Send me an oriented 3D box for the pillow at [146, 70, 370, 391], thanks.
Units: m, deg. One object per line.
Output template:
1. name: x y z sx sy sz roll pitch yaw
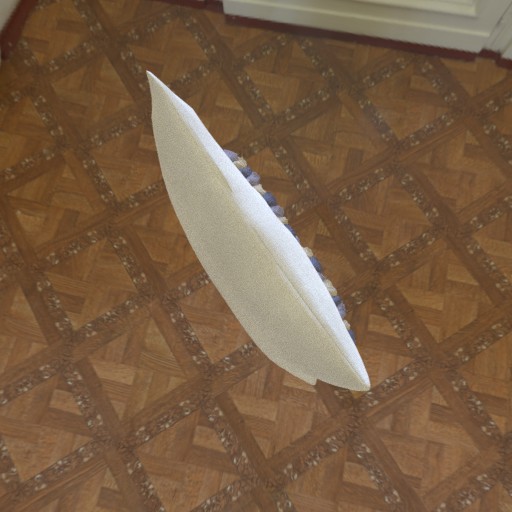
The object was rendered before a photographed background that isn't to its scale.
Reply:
1. pillow: 0.000 0.000 0.743 0.165 0.481 0.489 -32 78 -8
